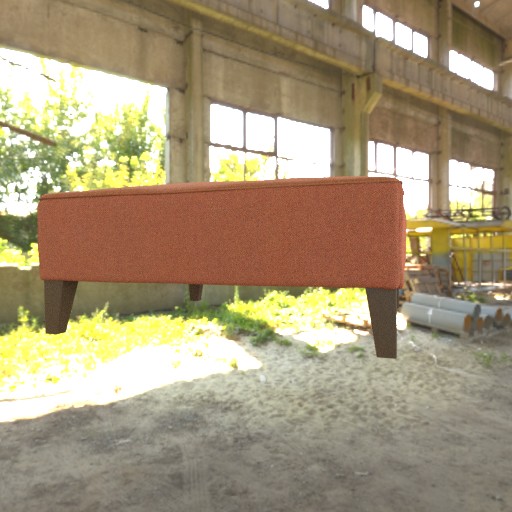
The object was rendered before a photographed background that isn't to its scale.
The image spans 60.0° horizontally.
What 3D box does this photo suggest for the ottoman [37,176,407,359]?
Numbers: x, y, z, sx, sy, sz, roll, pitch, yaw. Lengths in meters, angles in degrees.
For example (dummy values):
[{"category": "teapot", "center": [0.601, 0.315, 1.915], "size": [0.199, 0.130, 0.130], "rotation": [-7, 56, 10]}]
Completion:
[{"category": "ottoman", "center": [0.000, 0.000, 1.550], "size": [0.997, 0.438, 0.999], "rotation": [0, 0, 18]}]
